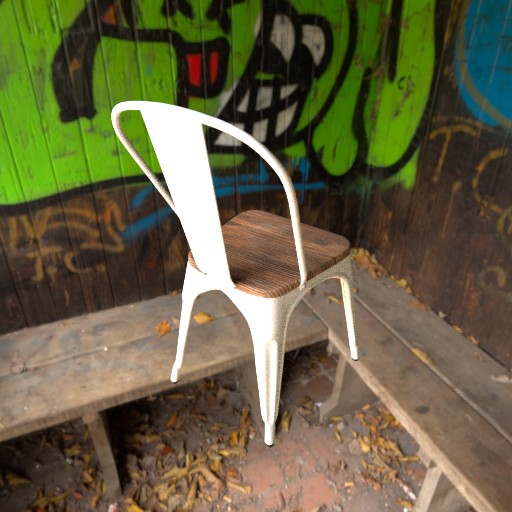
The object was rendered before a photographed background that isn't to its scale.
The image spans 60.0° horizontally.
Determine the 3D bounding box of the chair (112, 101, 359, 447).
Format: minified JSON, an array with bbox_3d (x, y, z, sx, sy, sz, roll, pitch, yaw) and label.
[{"bbox_3d":[0.000,0.000,1.159,0.452,0.851,0.521,21,37,32],"label":"chair"}]
